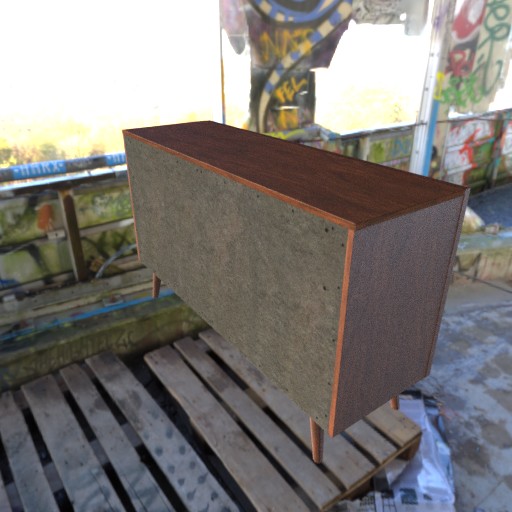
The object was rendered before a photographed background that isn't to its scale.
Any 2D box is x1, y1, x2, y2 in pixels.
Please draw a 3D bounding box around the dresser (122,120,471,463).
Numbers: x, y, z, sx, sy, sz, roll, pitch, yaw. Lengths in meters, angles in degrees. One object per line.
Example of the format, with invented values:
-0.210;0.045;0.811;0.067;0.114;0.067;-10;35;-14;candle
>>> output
0.000;0.000;1.883;0.500;0.889;1.472;-18;31;-32;dresser
